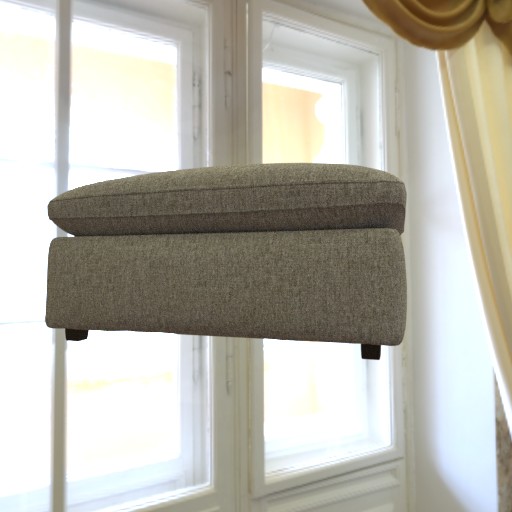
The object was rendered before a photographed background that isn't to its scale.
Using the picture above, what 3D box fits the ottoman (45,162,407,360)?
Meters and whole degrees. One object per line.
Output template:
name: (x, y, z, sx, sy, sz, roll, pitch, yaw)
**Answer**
ottoman: (0.000, 0.000, 1.620, 1.039, 0.526, 1.035, -1, -2, 18)
